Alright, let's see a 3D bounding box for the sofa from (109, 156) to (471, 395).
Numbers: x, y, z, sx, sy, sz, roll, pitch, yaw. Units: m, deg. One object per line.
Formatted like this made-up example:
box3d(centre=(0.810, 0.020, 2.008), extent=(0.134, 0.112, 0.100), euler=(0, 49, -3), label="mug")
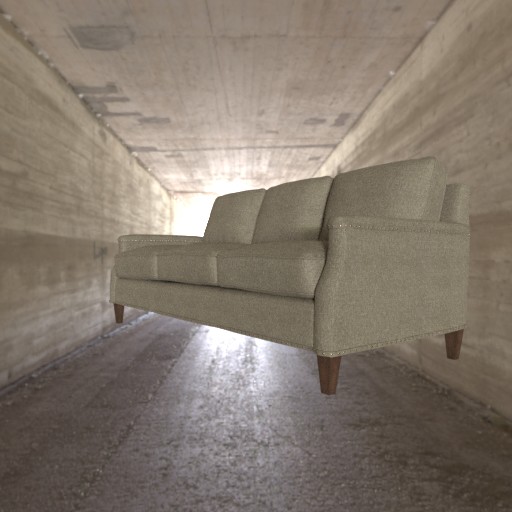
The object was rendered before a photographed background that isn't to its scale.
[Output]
box3d(centre=(0.000, 0.000, 2.756), extent=(1.084, 1.003, 2.246), euler=(0, 0, -38), label="sofa")
